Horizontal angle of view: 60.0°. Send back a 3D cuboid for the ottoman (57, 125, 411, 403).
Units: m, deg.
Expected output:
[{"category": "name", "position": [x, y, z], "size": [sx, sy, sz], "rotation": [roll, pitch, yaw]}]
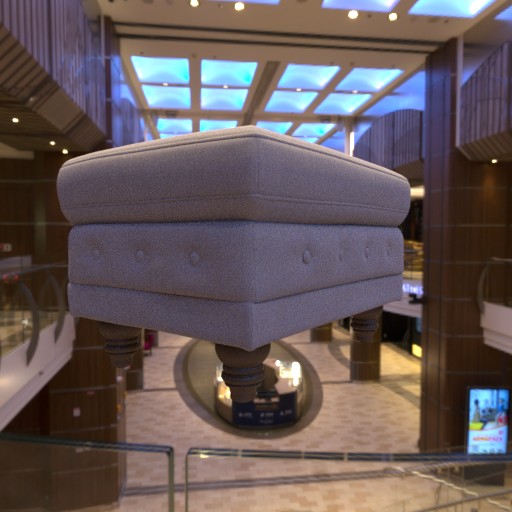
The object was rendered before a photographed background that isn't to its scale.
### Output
[{"category": "ottoman", "position": [0.000, 0.000, 1.132], "size": [0.569, 0.500, 0.771], "rotation": [2, 3, 36]}]
